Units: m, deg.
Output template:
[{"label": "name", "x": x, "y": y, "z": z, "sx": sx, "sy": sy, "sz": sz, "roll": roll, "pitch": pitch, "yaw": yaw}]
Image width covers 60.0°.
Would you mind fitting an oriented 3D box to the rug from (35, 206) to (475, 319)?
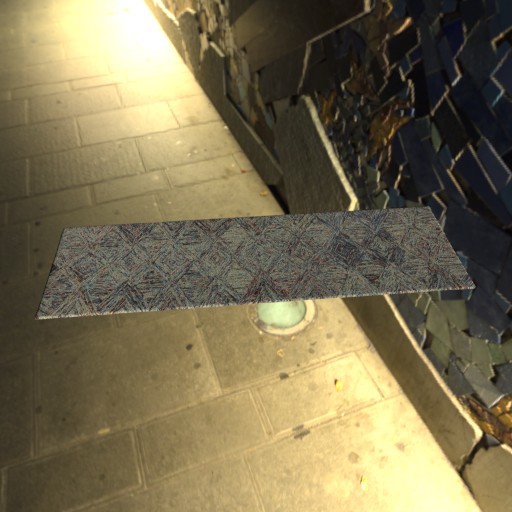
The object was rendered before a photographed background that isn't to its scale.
[{"label": "rug", "x": 0.000, "y": 0.000, "z": 2.530, "sx": 2.292, "sy": 0.015, "sz": 0.688, "roll": -4, "pitch": 45, "yaw": -4}]
